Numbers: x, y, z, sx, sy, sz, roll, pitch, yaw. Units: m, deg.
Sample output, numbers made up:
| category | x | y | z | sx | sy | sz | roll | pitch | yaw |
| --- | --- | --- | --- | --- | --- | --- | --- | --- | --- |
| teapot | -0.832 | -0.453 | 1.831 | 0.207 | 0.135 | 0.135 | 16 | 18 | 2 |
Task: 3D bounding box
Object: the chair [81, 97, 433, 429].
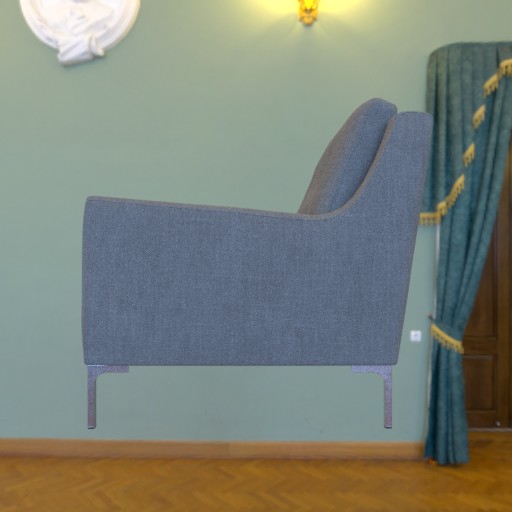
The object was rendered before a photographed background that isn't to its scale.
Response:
| category | x | y | z | sx | sy | sz | roll | pitch | yaw |
| --- | --- | --- | --- | --- | --- | --- | --- | --- | --- |
| chair | 0.000 | 0.000 | 1.459 | 0.849 | 0.828 | 0.847 | 0 | 0 | 0 |
